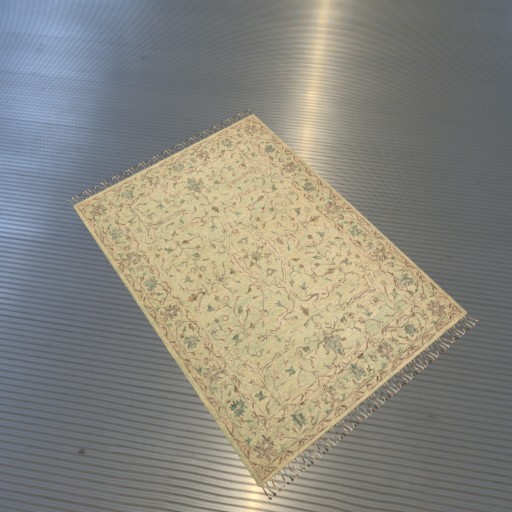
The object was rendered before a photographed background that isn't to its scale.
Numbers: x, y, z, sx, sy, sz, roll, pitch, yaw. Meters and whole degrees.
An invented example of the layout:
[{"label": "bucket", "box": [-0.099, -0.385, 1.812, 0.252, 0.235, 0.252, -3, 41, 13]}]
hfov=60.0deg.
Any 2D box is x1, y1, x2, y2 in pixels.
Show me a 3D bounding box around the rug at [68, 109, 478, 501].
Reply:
[{"label": "rug", "box": [0.000, 0.000, 2.236, 1.247, 0.008, 1.802, -32, 64, -18]}]
